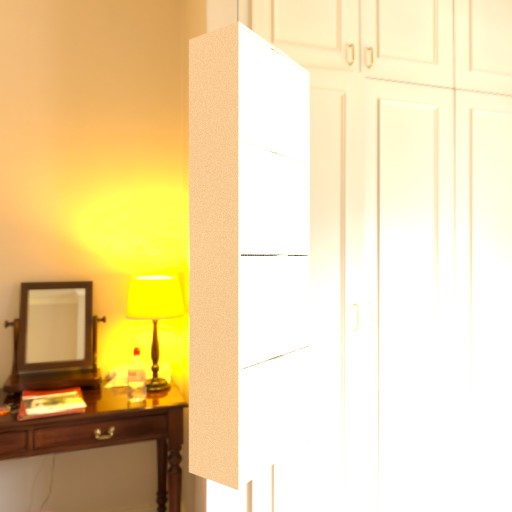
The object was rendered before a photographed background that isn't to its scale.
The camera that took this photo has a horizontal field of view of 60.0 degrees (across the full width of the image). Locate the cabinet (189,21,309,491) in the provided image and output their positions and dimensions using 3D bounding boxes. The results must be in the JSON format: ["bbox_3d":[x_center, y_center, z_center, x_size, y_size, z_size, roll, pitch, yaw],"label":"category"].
[{"bbox_3d":[0.000,0.000,1.812,0.255,1.630,0.520,0,0,35],"label":"cabinet"}]
